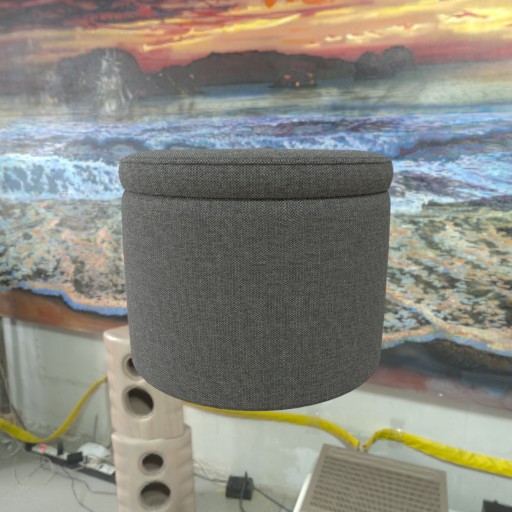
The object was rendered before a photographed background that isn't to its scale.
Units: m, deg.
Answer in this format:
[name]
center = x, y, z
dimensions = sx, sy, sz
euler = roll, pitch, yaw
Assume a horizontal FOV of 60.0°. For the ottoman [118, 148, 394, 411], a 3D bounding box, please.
[ottoman]
center = 0.000, 0.000, 0.910
dimensions = 0.520, 0.430, 0.520
euler = 0, 13, 0
